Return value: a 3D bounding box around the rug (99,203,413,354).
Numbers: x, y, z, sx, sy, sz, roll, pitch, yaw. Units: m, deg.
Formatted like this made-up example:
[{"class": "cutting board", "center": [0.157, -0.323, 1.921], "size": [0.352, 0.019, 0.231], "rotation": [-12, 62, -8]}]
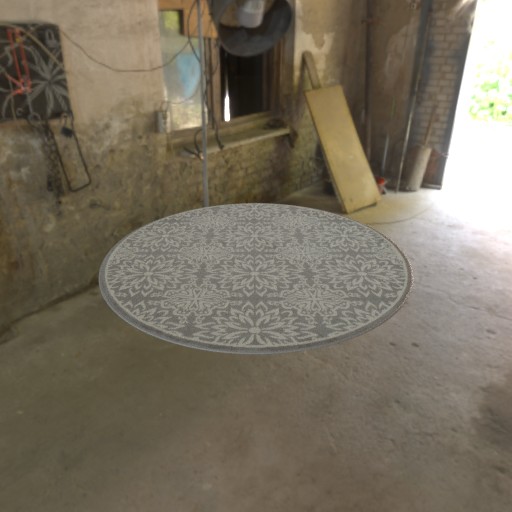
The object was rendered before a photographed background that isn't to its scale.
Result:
[{"class": "rug", "center": [0.000, 0.000, 2.353], "size": [1.593, 0.012, 1.593], "rotation": [0, 27, 0]}]
